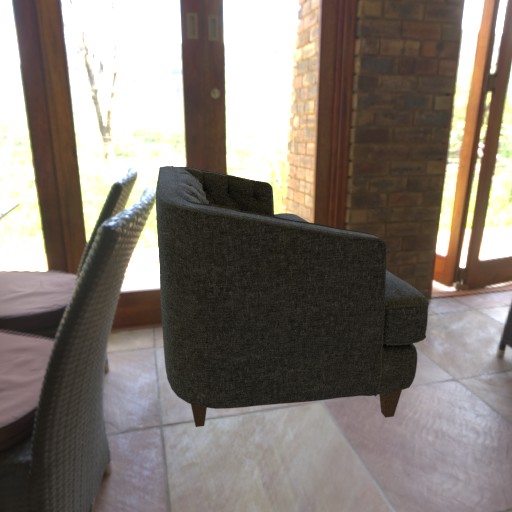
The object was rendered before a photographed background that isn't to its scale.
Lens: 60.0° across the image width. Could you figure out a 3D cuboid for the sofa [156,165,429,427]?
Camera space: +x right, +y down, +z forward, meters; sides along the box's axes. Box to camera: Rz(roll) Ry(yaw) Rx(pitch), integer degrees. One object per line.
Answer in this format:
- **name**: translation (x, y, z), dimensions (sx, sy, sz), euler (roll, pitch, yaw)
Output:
- **sofa**: translation (0.000, 0.000, 2.250), dimensions (0.941, 0.855, 1.733), euler (-3, 16, -11)
